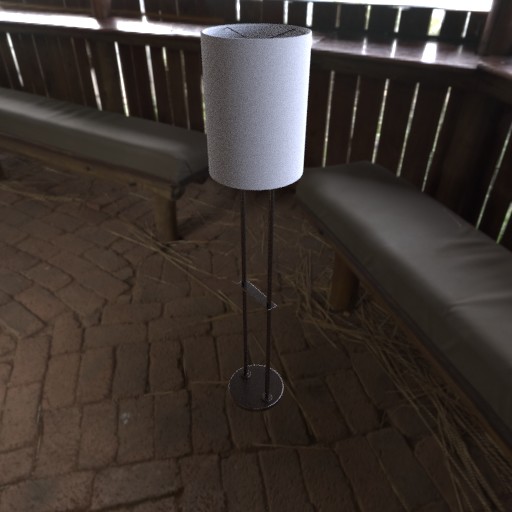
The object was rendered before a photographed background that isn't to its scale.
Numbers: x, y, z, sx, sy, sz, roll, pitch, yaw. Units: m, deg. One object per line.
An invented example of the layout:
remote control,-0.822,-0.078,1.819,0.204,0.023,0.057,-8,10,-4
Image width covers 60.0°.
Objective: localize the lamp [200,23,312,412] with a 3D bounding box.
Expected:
lamp,0.000,0.000,1.642,0.305,1.500,0.306,-22,40,-29
